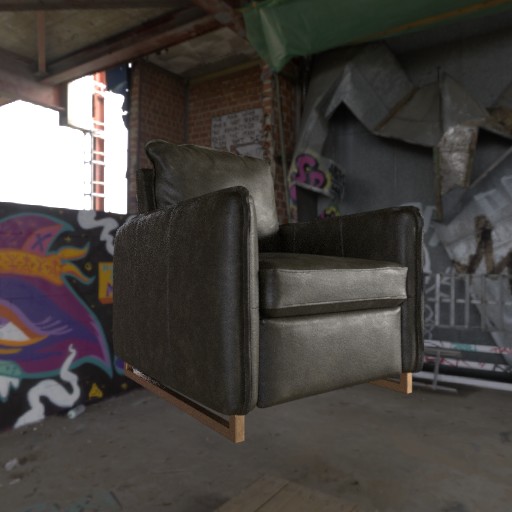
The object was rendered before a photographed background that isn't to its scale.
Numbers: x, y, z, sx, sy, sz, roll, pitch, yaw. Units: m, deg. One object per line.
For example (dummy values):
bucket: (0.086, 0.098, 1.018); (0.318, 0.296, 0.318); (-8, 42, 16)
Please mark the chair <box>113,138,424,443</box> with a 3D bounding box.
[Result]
chair: (0.000, 0.000, 1.619); (0.830, 0.921, 0.921); (0, 0, -36)
